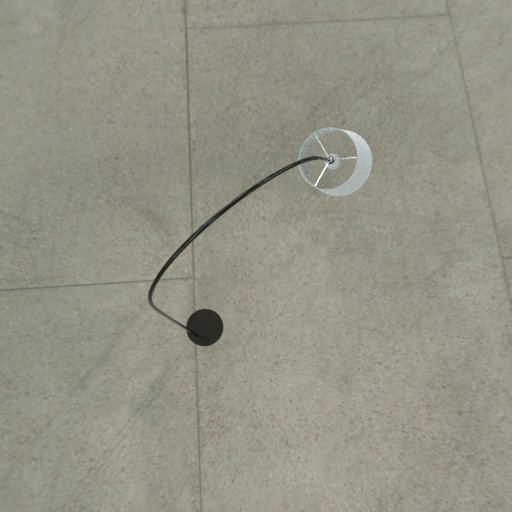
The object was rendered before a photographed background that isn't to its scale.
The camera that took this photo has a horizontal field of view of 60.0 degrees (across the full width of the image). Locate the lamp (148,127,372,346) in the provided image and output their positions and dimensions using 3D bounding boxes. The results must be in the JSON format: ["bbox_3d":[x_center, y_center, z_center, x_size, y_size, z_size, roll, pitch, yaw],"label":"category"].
[{"bbox_3d":[0.000,0.000,2.687,1.363,2.104,0.331,-38,79,-9],"label":"lamp"}]
